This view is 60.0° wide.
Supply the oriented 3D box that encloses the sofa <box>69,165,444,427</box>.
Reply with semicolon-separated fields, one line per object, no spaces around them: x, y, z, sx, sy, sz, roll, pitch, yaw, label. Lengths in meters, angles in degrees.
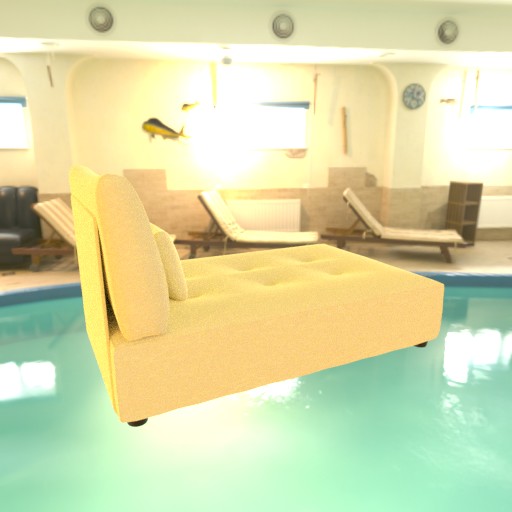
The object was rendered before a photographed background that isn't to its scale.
0.000;0.000;2.012;1.450;0.820;0.930;-7;16;-26;sofa
